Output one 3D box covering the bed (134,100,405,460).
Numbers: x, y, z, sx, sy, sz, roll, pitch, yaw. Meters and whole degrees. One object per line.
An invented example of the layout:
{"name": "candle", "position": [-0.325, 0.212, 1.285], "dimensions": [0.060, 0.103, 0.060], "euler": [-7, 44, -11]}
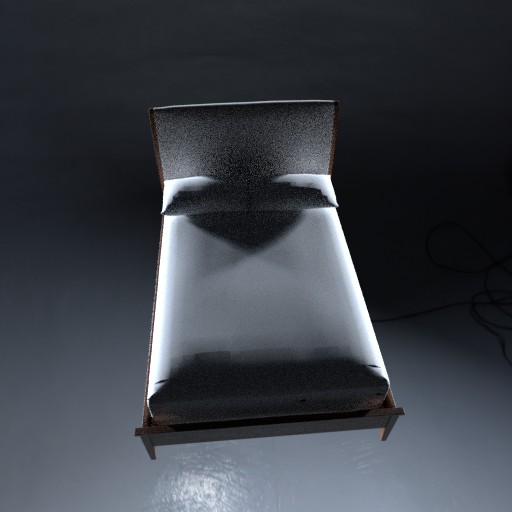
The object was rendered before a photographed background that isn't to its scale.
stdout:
{"name": "bed", "position": [0.000, 0.000, 3.300], "dimensions": [1.612, 1.250, 2.380], "euler": [-3, 46, -3]}
